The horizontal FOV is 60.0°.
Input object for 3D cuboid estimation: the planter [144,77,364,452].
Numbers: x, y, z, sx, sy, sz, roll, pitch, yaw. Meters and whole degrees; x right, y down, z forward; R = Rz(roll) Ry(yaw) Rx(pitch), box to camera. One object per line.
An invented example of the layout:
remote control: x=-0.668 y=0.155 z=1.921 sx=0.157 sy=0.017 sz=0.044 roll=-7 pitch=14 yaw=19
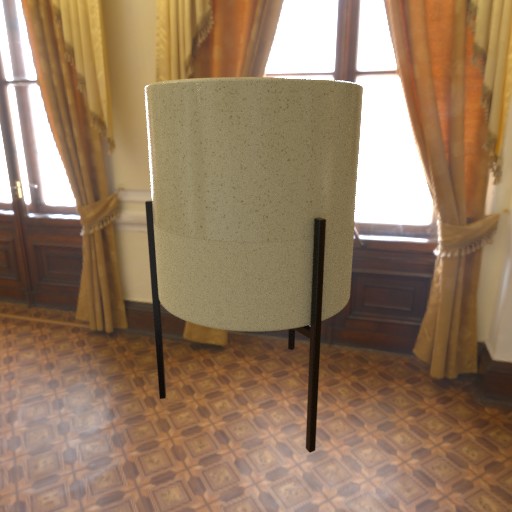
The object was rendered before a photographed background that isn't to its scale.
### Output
planter: x=0.000 y=0.000 z=0.546 sx=0.234 sy=0.390 sz=0.243 roll=9 pitch=19 yaw=27
